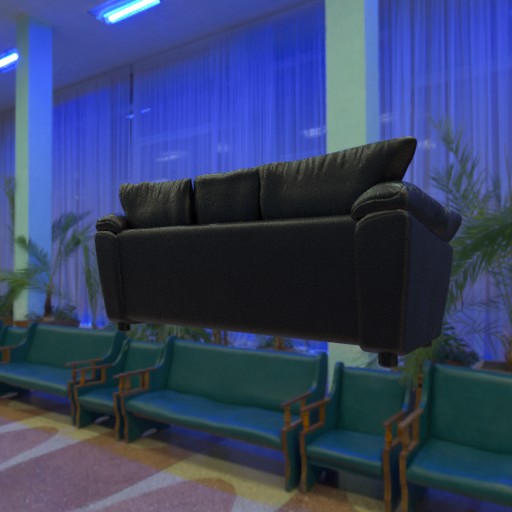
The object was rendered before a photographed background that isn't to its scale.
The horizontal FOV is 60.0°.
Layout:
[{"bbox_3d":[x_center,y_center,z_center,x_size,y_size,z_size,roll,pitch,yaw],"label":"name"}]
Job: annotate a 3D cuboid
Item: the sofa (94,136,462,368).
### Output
[{"bbox_3d":[0.000,0.000,2.875,2.336,1.073,0.880,-1,-2,36],"label":"sofa"}]
